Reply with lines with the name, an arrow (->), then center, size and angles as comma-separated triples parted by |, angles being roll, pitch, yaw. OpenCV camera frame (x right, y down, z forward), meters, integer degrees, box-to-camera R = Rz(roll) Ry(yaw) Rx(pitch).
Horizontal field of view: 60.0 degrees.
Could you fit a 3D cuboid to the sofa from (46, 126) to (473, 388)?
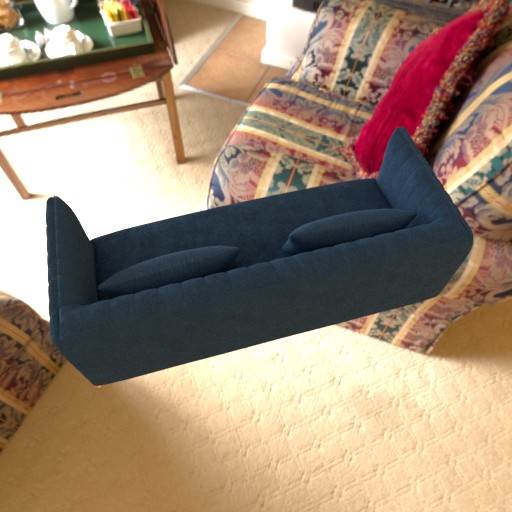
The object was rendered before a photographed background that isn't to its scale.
sofa -> 0.000, 0.000, 2.569 | 2.136, 0.793, 0.896 | -13, 58, -8
